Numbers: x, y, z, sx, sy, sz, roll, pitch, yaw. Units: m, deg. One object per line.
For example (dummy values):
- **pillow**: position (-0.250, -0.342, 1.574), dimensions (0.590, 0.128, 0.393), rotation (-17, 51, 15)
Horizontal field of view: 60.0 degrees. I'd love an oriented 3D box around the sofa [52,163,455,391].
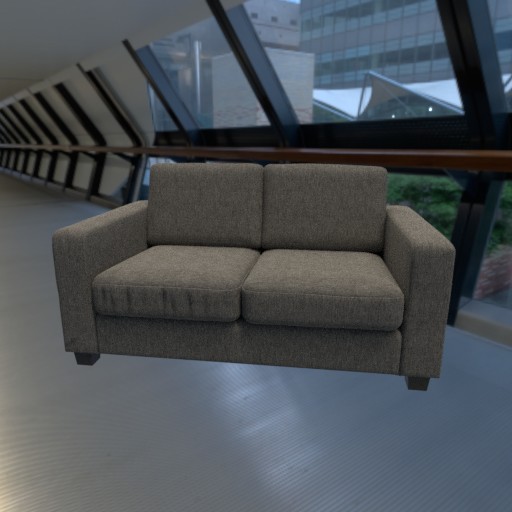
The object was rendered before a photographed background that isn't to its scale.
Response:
- **sofa**: position (0.000, 0.000, 2.036), dimensions (1.520, 0.800, 0.900), rotation (2, 16, 8)
